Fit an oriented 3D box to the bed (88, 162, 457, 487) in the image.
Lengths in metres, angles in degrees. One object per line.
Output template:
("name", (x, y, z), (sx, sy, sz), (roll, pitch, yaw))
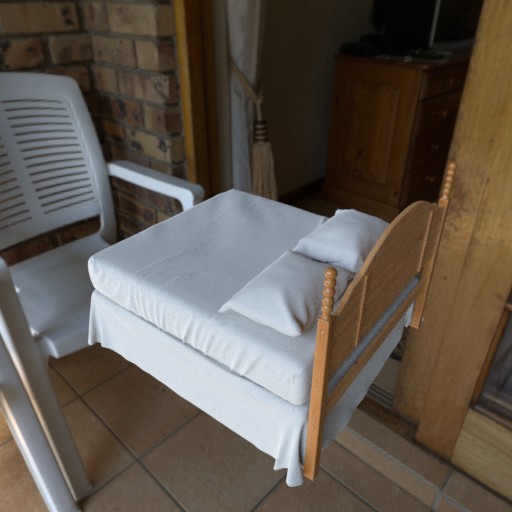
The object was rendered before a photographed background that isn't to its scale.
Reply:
("bed", (0.000, 0.000, 3.157), (2.040, 1.356, 1.873), (21, 37, 31))
